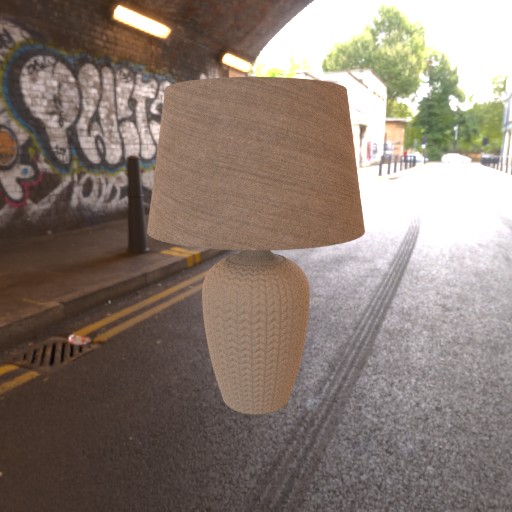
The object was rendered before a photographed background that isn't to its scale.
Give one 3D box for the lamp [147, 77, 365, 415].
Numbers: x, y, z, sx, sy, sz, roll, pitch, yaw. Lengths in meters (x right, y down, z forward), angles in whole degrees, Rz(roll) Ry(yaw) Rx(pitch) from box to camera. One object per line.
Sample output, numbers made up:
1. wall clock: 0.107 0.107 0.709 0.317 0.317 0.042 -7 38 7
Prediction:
1. lamp: 0.000 0.000 0.827 0.390 0.580 0.390 0 13 0
